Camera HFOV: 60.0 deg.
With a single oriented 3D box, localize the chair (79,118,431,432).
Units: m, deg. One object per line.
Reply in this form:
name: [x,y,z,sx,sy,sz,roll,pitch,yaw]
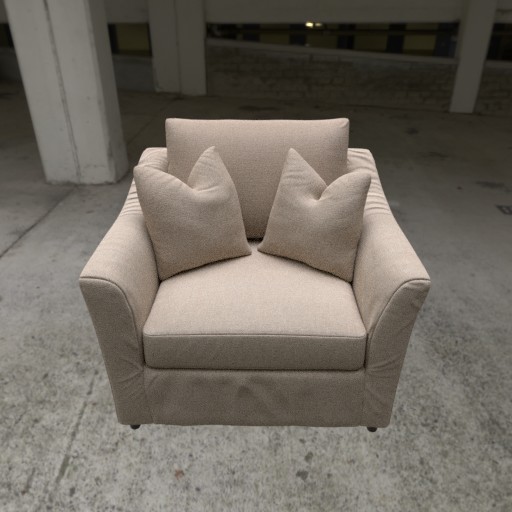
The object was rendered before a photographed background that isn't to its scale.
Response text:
chair: [0.000,0.000,2.016,1.194,1.093,1.071,0,29,1]
